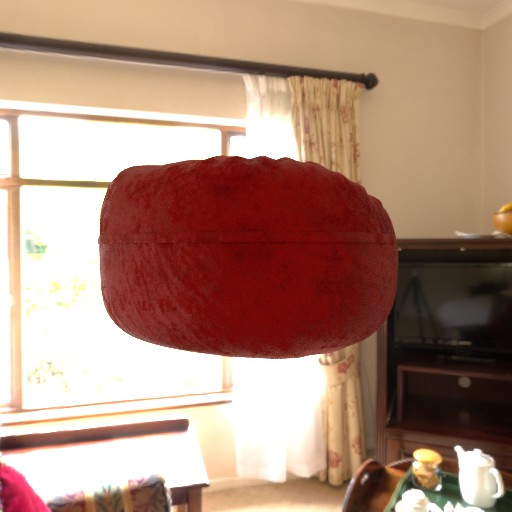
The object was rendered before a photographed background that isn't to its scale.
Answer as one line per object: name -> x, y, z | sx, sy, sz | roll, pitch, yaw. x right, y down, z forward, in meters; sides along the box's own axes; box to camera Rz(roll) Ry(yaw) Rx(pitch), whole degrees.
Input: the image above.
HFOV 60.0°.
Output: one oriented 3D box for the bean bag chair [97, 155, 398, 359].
bean bag chair -> 0.000, 0.000, 2.405 | 1.524, 0.878, 1.524 | 1, 1, 35
